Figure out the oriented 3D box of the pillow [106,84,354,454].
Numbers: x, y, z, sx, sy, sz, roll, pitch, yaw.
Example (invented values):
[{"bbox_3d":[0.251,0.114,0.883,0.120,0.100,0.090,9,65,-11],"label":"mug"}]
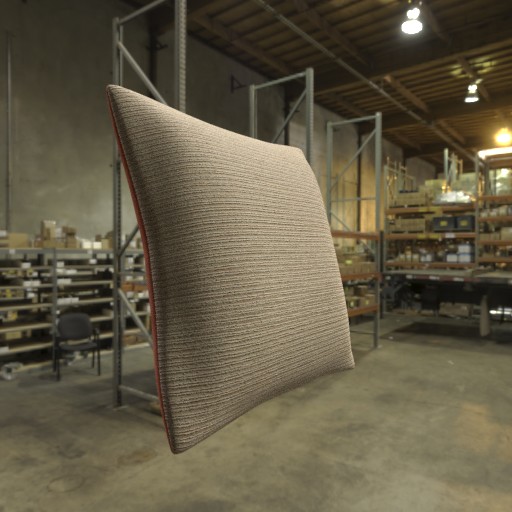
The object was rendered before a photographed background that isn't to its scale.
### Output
[{"bbox_3d":[0.000,0.000,0.647,0.177,0.401,0.424,1,1,37],"label":"pillow"}]
